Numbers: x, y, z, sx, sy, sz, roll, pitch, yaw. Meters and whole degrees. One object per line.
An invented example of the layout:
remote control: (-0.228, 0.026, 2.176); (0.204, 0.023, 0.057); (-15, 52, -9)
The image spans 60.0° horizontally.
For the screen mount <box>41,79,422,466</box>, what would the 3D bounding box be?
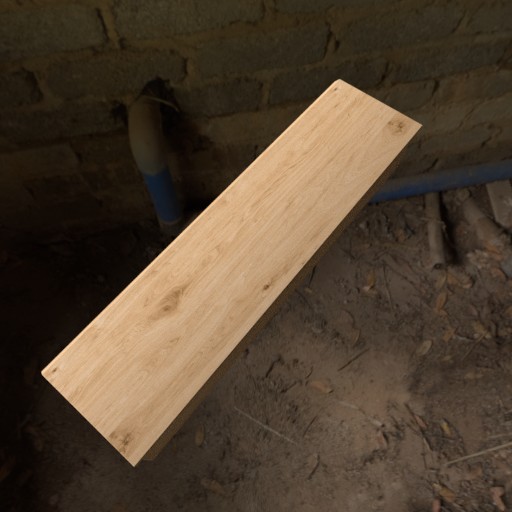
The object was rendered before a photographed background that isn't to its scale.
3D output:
screen mount: (0.000, 0.000, 1.862); (0.450, 0.430, 1.700); (36, 70, 16)
